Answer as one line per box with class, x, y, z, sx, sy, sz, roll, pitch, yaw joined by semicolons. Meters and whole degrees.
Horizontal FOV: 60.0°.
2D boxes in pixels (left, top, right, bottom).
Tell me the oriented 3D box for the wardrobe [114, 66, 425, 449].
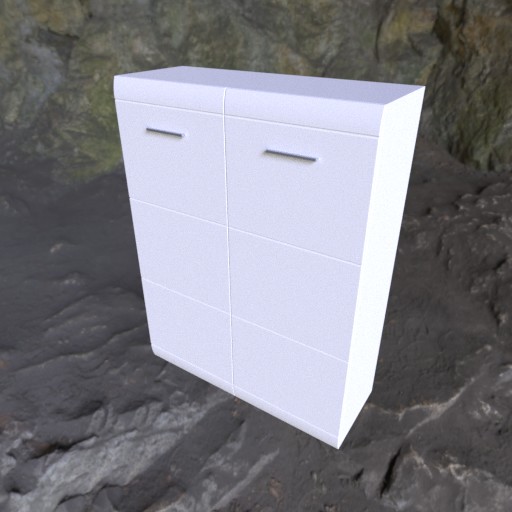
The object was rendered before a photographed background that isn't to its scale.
wardrobe;0.000;0.000;1.620;0.900;1.200;0.360;18;34;29
